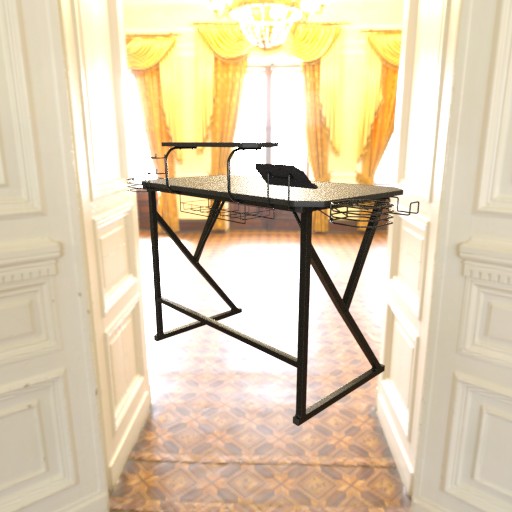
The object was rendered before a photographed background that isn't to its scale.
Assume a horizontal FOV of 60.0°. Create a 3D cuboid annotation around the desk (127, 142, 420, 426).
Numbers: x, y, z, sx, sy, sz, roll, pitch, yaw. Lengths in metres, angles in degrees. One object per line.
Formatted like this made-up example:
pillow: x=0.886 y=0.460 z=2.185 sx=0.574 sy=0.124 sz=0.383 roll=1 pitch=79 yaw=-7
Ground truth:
desk: x=0.000 y=0.000 z=1.771 sx=0.580 sy=0.880 sz=1.290 roll=-13 pitch=20 yaw=-42
